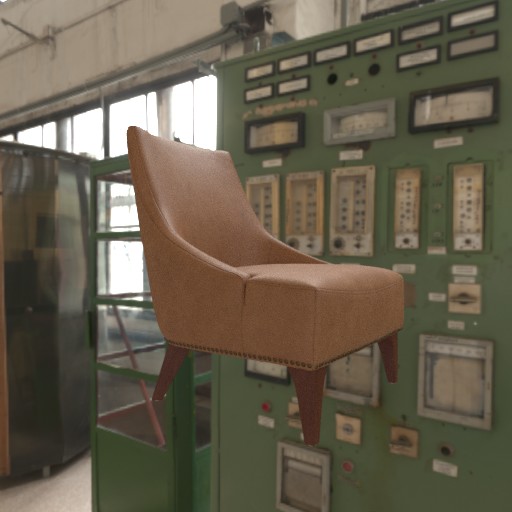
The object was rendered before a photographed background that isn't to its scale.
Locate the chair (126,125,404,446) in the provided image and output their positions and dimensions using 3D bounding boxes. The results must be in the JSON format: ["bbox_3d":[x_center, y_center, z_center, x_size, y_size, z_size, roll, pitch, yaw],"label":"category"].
[{"bbox_3d":[0.000,0.000,1.543,0.861,0.909,0.701,0,1,35],"label":"chair"}]
